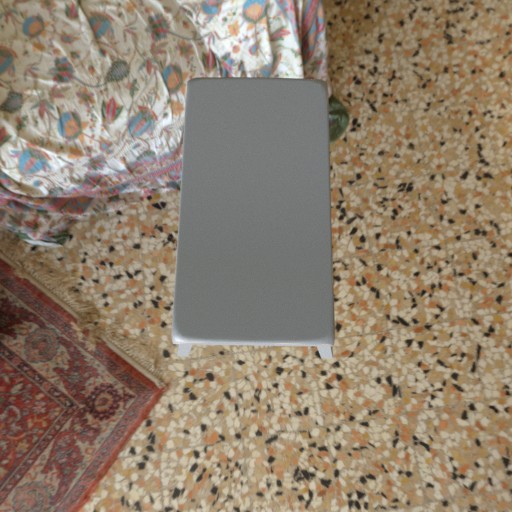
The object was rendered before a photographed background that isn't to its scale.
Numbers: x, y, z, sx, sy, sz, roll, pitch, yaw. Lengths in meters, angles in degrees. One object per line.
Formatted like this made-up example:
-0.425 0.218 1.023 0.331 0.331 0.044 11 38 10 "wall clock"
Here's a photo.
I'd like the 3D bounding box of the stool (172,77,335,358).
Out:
0.000 0.000 1.054 0.476 0.737 0.457 1 76 0 "stool"
